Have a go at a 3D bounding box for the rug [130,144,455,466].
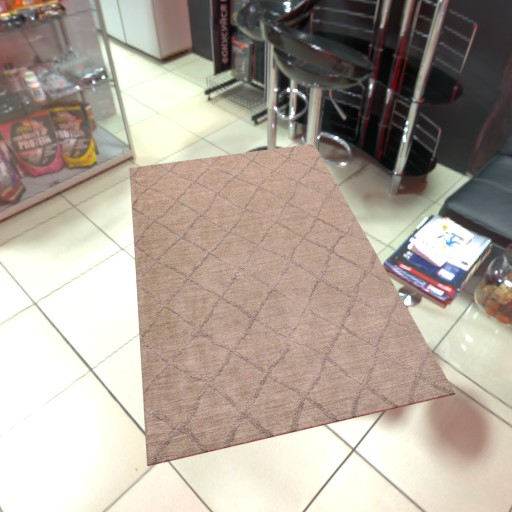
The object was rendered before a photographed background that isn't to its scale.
[{"bbox_3d":[0.000,0.000,2.853,1.521,0.015,2.280,-10,48,-9],"label":"rug"}]
